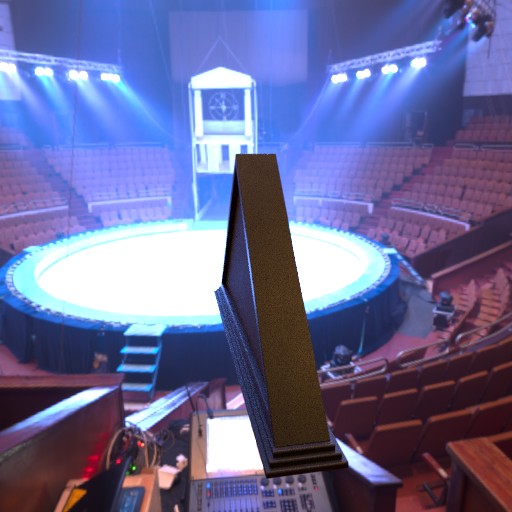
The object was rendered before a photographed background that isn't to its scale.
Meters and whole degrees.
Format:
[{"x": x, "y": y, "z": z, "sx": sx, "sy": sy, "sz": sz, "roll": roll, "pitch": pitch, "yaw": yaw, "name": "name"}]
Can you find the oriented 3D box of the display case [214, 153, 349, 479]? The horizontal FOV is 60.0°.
[{"x": 0.000, "y": 0.000, "z": 0.756, "sx": 0.095, "sy": 0.340, "sz": 0.640, "roll": -3, "pitch": 14, "yaw": -10, "name": "display case"}]
